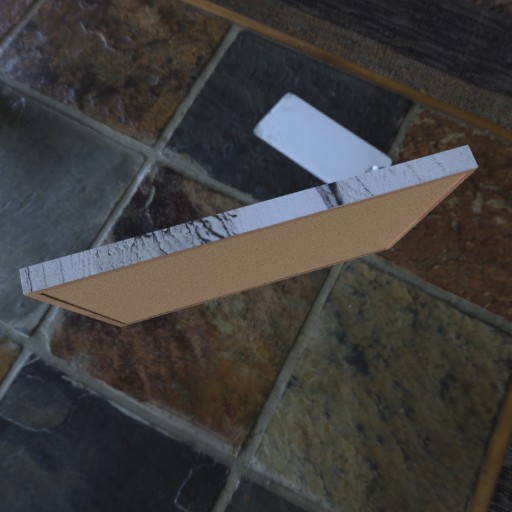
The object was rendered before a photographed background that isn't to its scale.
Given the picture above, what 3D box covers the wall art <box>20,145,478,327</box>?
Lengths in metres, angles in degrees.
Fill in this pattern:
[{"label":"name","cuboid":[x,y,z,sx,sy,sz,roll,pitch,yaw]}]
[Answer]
[{"label":"wall art","cuboid":[0.000,0.000,0.774,0.613,0.407,0.035,-16,76,-4]}]
